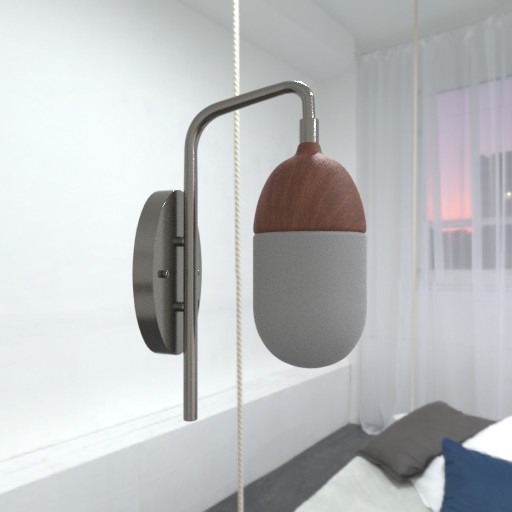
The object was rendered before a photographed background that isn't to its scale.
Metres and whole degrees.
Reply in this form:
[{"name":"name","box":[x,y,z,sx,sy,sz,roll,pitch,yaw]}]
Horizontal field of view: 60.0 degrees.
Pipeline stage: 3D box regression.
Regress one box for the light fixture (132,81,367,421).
[{"name":"light fixture","box":[0.000,0.000,0.445,0.216,0.343,0.108,0,0,18]}]
